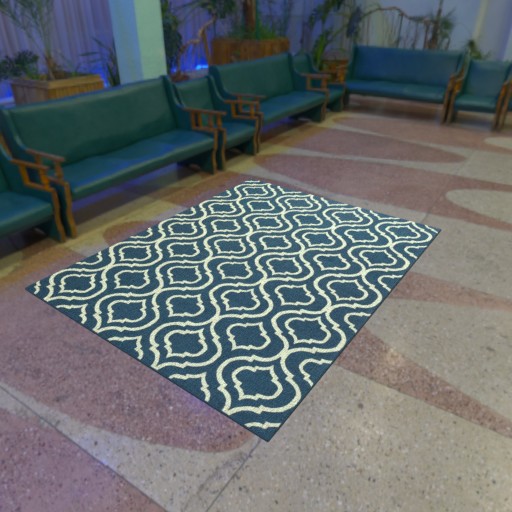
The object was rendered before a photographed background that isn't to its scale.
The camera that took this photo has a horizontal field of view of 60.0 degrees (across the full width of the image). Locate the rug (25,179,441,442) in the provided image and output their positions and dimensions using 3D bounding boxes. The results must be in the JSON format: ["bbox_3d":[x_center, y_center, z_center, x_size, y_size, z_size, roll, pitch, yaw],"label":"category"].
[{"bbox_3d":[0.000,0.000,3.801,2.270,0.020,2.881,21,36,31],"label":"rug"}]
